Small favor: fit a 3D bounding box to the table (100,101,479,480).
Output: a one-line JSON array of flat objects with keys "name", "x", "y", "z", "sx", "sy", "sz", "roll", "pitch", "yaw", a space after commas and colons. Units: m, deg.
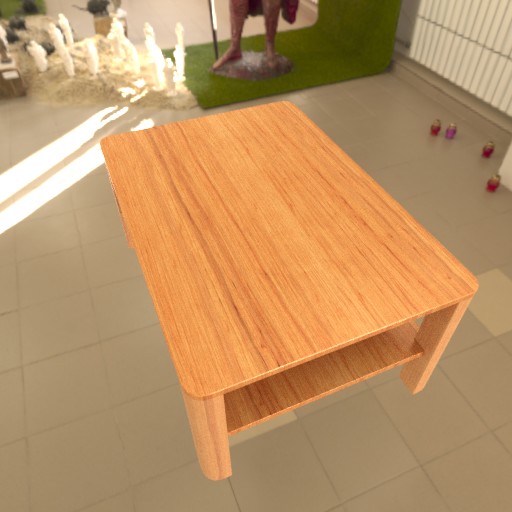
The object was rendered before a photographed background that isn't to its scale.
[{"name": "table", "x": 0.000, "y": 0.000, "z": 1.372, "sx": 0.696, "sy": 0.445, "sz": 0.997, "roll": -17, "pitch": 47, "yaw": -16}]
